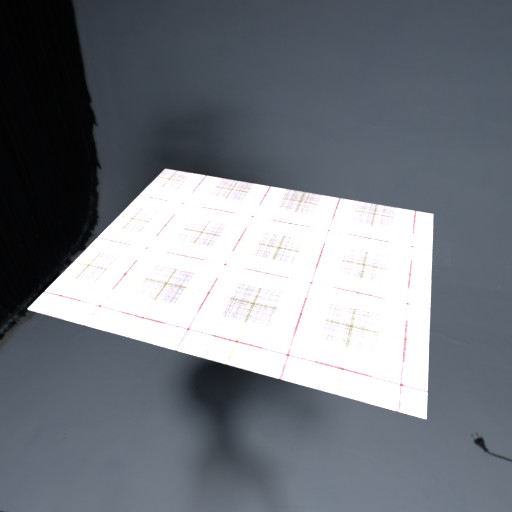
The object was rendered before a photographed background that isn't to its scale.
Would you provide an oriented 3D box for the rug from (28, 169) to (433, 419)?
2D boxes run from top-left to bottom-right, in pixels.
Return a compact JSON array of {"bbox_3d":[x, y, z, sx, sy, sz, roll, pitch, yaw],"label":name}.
[{"bbox_3d":[0.000,0.000,3.922,2.959,0.016,2.317,12,41,14],"label":"rug"}]
